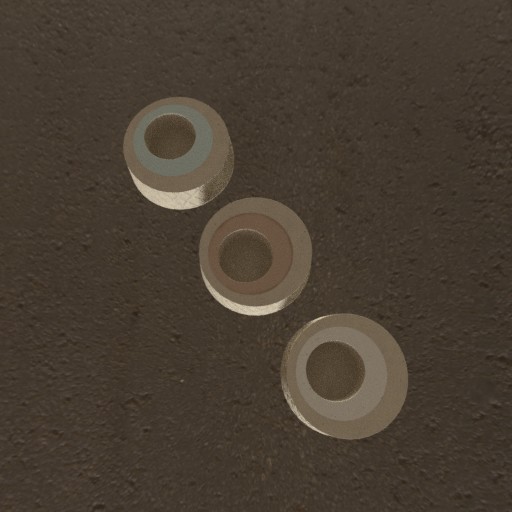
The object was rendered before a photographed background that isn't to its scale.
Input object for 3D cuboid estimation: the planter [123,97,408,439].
[{"bbox_3d":[0.000,0.000,0.436,0.114,0.038,0.390,-35,78,-8],"label":"planter"}]
